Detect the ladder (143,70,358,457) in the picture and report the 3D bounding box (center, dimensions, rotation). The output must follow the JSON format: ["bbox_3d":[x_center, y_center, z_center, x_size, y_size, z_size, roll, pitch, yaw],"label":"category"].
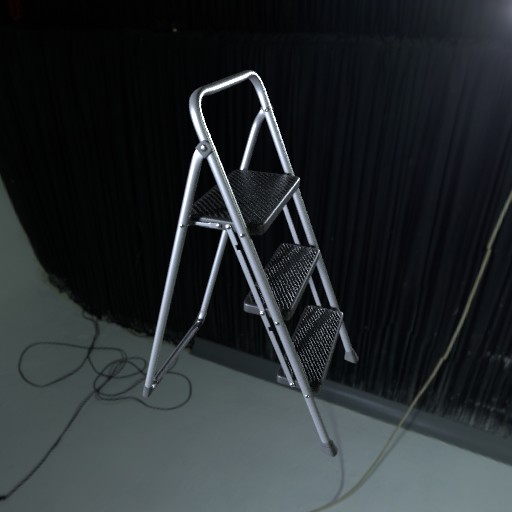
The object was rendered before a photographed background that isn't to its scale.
[{"bbox_3d":[0.000,0.000,1.264,0.629,0.945,0.430,10,32,17],"label":"ladder"}]
